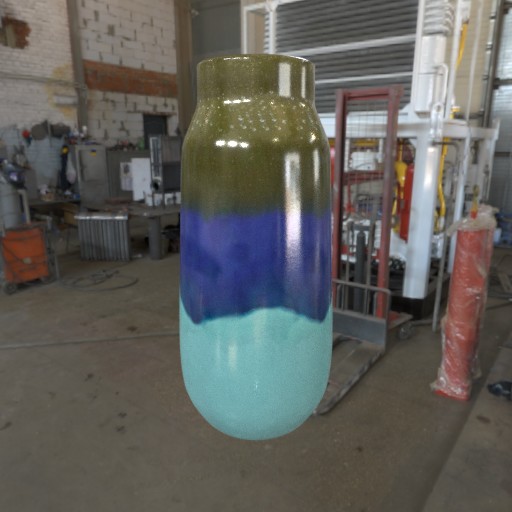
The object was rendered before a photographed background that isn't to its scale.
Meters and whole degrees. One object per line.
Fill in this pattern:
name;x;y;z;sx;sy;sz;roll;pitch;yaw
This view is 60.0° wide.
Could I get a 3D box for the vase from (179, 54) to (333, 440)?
vase;0.000;0.000;0.389;0.139;0.313;0.139;0;14;0
